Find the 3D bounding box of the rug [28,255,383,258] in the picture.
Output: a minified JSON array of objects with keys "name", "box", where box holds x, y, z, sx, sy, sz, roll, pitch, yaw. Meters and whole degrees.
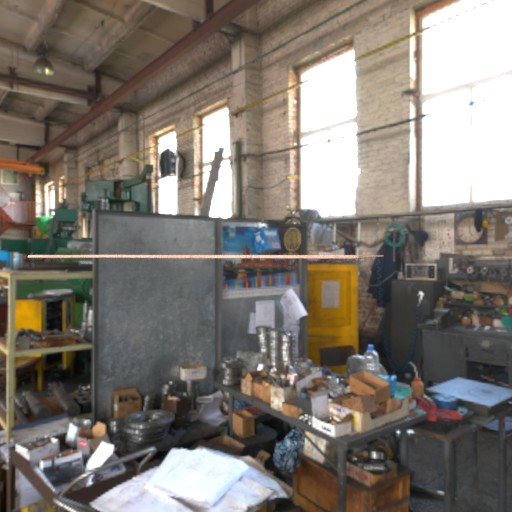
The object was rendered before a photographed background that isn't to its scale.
[{"name":"rug","box":[0.000,0.000,3.044,1.609,0.015,2.390,0,0,18]}]
